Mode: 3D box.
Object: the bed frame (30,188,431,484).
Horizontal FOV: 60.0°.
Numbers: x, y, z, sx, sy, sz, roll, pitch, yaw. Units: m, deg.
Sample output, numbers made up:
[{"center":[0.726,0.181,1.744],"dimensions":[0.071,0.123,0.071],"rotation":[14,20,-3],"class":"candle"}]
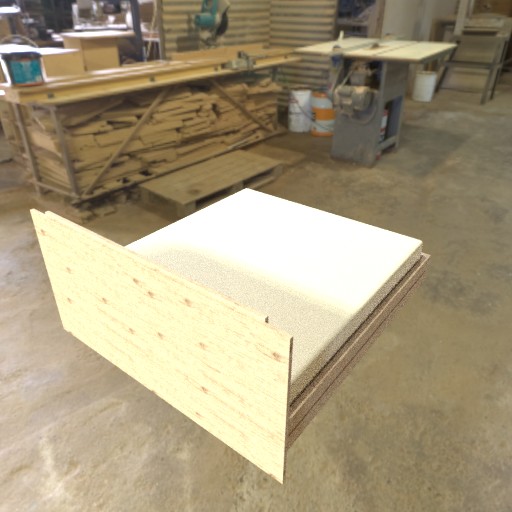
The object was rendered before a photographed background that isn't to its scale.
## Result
[{"center":[0.000,0.000,3.192],"dimensions":[1.950,0.970,2.080],"rotation":[22,37,32],"class":"bed frame"}]
